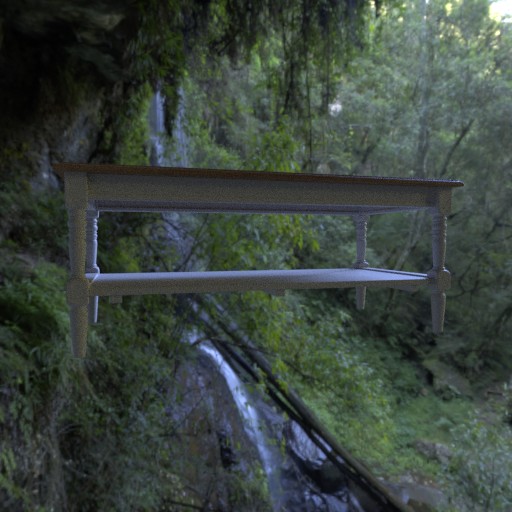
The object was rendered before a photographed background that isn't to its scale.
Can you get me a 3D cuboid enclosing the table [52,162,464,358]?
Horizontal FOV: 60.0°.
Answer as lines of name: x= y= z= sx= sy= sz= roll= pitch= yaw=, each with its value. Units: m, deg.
table: x=0.000 y=0.000 z=1.425 sx=1.118 sy=0.458 sz=0.559 roll=-1 pitch=2 yaw=-17
